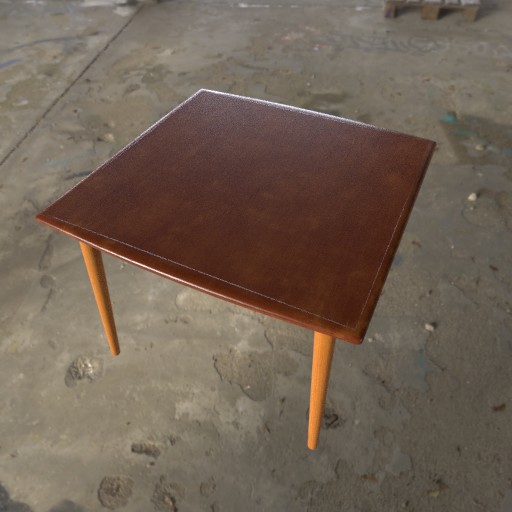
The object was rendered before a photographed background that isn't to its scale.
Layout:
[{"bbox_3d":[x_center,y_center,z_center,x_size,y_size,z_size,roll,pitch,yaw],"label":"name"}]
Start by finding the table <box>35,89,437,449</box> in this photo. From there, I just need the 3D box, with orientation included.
[{"bbox_3d":[0.000,0.000,1.707,0.991,0.754,0.991,19,48,18],"label":"table"}]
